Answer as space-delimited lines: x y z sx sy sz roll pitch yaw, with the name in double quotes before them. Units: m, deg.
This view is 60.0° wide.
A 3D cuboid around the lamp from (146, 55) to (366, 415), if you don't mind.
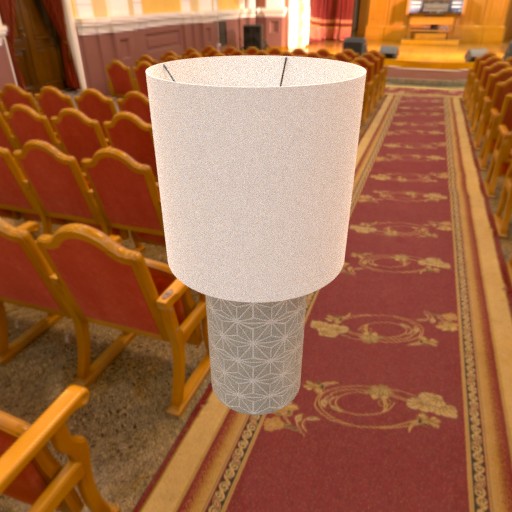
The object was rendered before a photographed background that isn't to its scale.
"lamp" 0.000 0.000 0.528 0.206 0.416 0.206 11 32 17
